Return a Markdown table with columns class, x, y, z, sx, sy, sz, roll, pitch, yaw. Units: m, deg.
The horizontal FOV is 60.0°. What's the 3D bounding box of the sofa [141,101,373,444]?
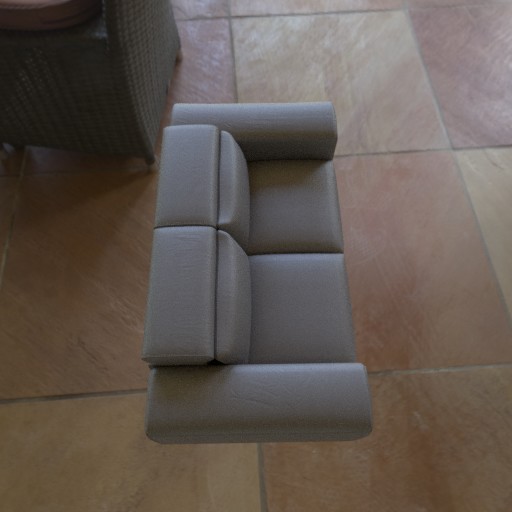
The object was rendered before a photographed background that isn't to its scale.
| class | x | y | z | sx | sy | sz | roll | pitch | yaw |
| --- | --- | --- | --- | --- | --- | --- | --- | --- | --- |
| sofa | 0.000 | 0.000 | 2.502 | 1.024 | 0.753 | 1.930 | -1 | 64 | 0 |
